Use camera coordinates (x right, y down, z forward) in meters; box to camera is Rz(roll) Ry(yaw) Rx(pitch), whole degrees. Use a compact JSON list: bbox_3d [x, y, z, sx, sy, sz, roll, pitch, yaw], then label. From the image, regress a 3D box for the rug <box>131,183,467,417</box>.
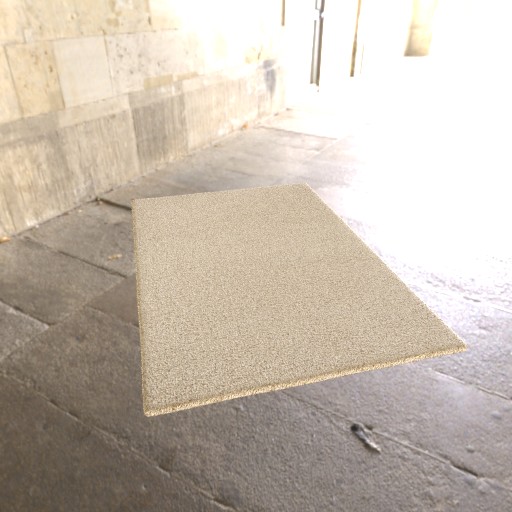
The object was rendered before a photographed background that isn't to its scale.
[{"bbox_3d":[0.000,0.000,2.304,1.219,0.030,1.778,-8,31,-13],"label":"rug"}]
